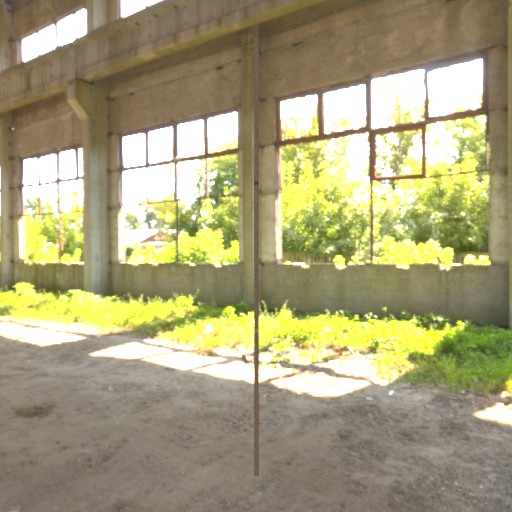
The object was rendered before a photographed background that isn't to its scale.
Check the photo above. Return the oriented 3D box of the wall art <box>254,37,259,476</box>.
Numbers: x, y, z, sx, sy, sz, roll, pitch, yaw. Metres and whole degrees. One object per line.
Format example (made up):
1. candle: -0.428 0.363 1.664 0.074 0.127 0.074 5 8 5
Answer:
1. wall art: 0.000 0.000 1.384 0.010 0.917 0.919 0 0 0
